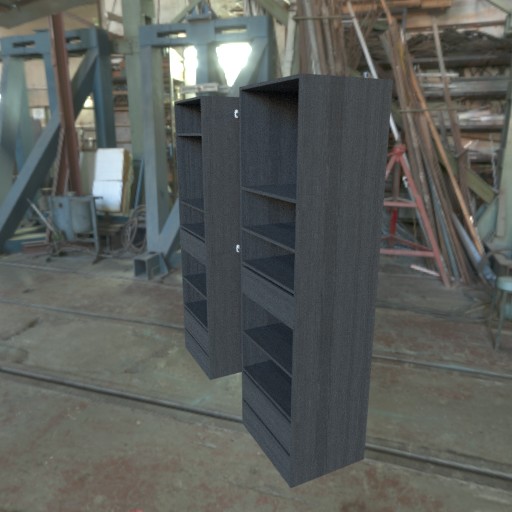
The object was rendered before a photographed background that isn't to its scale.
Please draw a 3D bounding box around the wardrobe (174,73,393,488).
[{"bbox_3d":[0.000,0.000,2.896,0.480,2.000,1.770,-7,17,-25],"label":"wardrobe"}]
